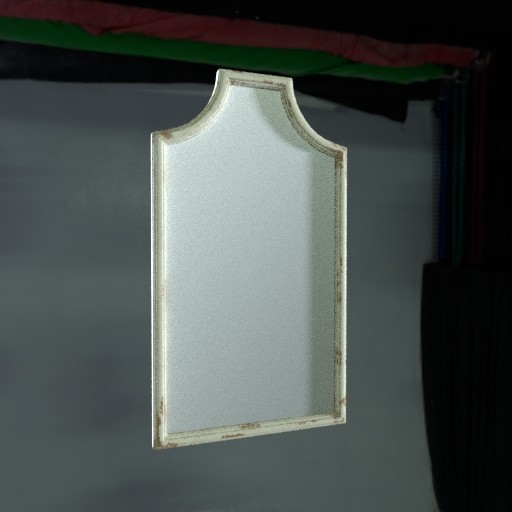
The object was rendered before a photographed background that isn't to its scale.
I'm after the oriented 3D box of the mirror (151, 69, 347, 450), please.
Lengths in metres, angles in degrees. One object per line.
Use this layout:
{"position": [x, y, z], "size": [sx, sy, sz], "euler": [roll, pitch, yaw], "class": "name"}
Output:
{"position": [0.000, 0.000, 0.880], "size": [0.403, 0.717, 0.022], "euler": [0, 1, -18], "class": "mirror"}
